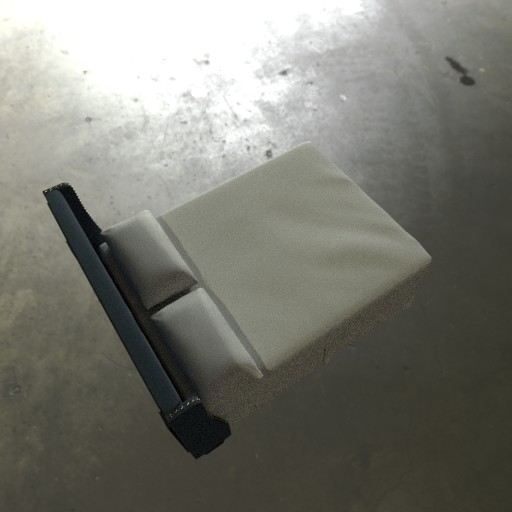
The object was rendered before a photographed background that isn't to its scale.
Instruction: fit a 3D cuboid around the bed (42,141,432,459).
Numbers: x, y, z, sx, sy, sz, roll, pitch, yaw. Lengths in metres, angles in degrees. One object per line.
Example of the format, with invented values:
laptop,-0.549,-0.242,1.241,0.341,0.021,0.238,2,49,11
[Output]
bed,0.000,0.000,3.315,2.237,1.407,1.710,-30,63,-17
